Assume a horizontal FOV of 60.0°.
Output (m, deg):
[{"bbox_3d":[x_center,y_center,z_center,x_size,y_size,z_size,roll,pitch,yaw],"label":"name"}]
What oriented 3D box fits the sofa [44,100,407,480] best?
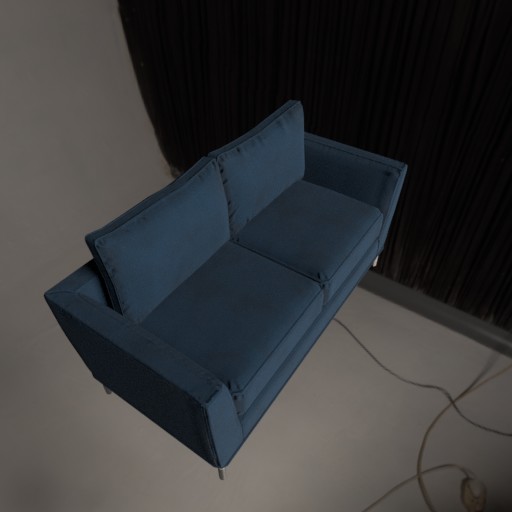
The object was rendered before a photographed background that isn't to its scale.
[{"bbox_3d":[0.000,0.000,2.269,0.853,1.002,1.770,25,49,25],"label":"sofa"}]
